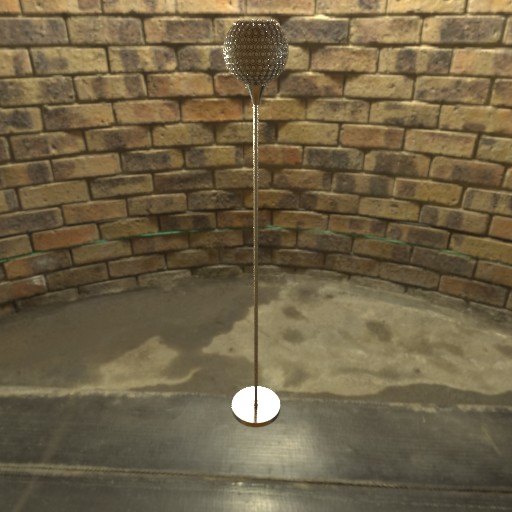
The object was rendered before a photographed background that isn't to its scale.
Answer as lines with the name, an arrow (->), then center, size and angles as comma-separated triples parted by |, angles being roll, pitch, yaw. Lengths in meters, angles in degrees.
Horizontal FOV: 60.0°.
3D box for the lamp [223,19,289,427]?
lamp -> 0.000, 0.000, 1.920 | 0.254, 1.805, 0.254 | 0, 27, 0
